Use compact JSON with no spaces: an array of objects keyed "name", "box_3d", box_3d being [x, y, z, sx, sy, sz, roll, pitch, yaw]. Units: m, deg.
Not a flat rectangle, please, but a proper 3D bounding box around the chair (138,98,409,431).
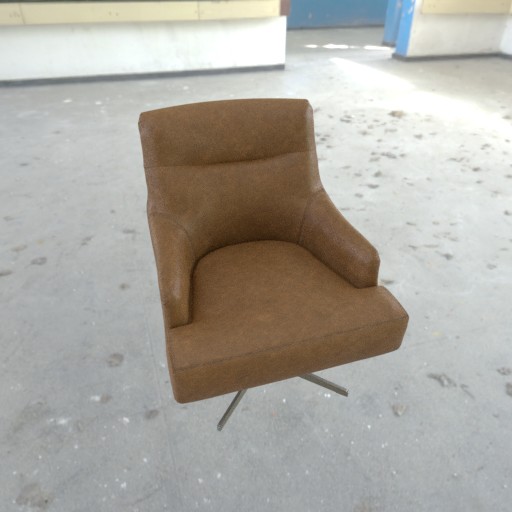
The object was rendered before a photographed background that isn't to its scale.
[{"name":"chair","box_3d":[0.000,0.000,1.550,0.729,0.869,0.874,-10,34,-15]}]
